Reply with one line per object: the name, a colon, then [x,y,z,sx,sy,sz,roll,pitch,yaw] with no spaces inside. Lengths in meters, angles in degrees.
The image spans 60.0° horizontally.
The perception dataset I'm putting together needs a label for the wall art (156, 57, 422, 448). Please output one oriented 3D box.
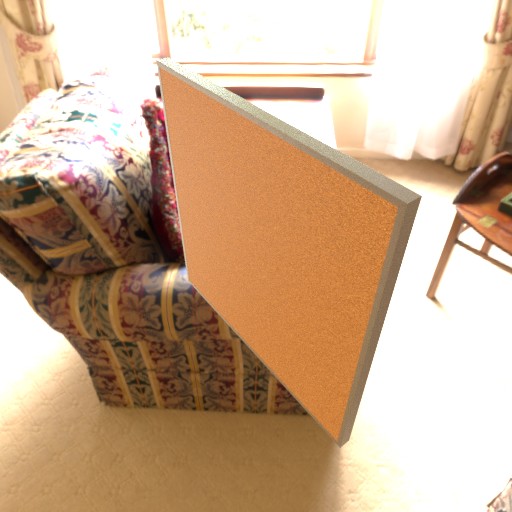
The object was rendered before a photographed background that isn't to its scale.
wall art: [0.000,0.000,1.187,0.038,0.807,0.809,-27,48,-27]
